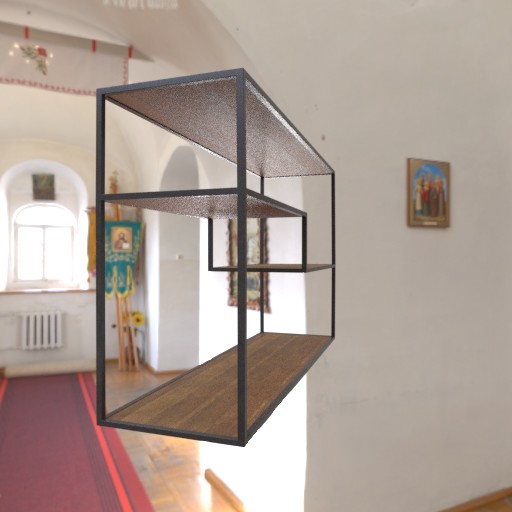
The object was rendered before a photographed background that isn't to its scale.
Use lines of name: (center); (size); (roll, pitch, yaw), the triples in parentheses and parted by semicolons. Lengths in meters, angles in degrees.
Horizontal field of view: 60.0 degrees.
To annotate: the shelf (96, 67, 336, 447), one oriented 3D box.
shelf: (0.000, 0.000, 1.517); (0.361, 0.765, 1.201); (0, 0, 19)
